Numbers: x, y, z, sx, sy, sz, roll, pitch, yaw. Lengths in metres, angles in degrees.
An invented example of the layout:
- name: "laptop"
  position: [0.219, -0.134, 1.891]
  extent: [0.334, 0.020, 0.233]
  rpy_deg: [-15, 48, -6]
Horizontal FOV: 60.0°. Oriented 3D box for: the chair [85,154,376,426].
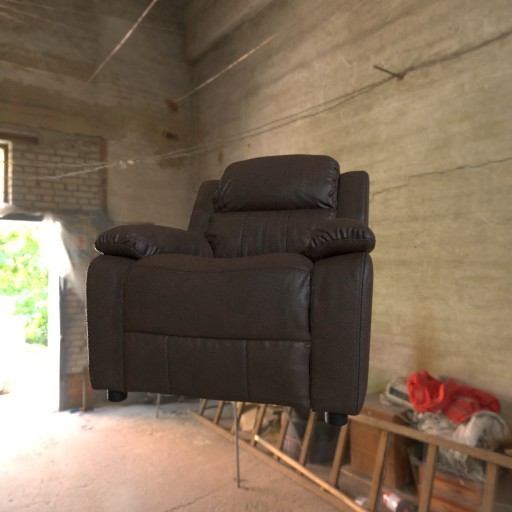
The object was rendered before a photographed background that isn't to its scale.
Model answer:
- name: "chair"
  position: [0.000, 0.000, 1.261]
  extent: [0.680, 0.702, 0.707]
  rpy_deg: [0, -1, 18]
